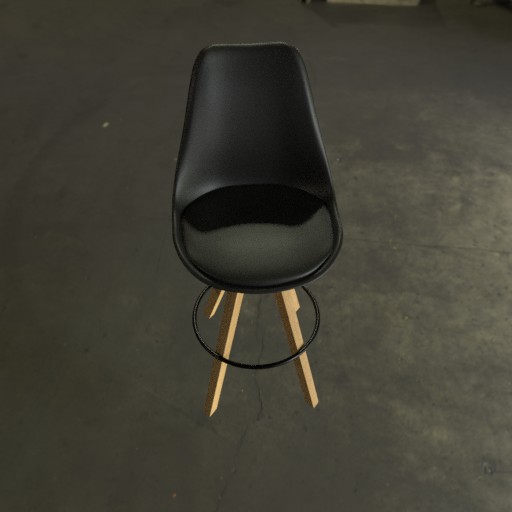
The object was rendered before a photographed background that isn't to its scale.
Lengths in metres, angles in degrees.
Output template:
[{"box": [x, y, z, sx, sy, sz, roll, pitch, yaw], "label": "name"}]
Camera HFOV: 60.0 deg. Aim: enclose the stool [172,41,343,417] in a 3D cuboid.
[{"box": [0.000, 0.000, 1.408, 0.485, 1.115, 0.550, -4, 46, -3], "label": "stool"}]
